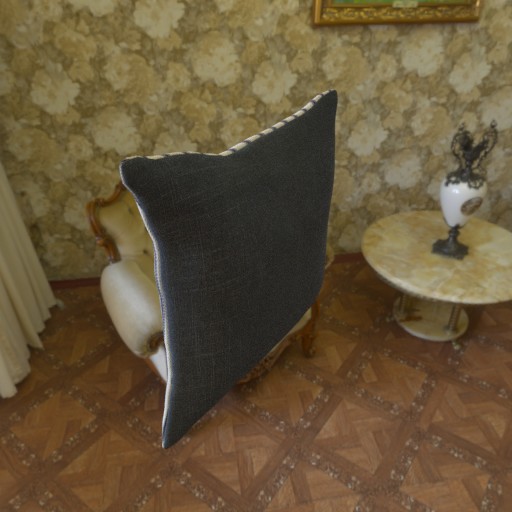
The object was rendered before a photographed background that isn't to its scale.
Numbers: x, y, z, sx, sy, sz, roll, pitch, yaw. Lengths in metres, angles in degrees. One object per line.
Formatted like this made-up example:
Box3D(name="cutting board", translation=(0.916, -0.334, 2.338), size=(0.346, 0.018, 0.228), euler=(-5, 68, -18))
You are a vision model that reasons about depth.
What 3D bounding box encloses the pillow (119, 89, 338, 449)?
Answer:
Box3D(name="pillow", translation=(0.000, 0.000, 0.705), size=(0.138, 0.444, 0.468), euler=(20, 37, 29))
